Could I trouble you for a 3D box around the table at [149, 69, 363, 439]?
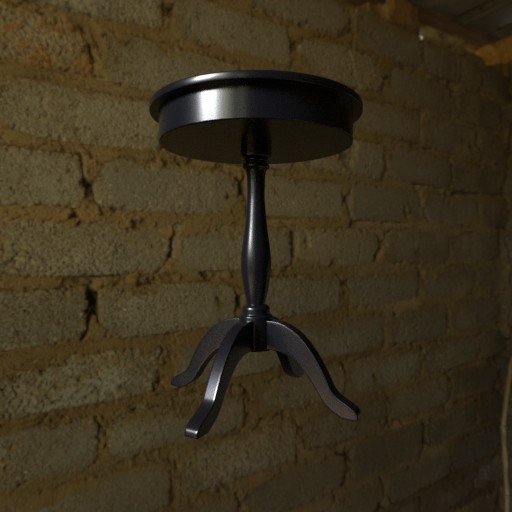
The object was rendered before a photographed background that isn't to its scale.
[{"bbox_3d":[0.000,0.000,1.021,0.481,0.665,0.481,0,1,0],"label":"table"}]
